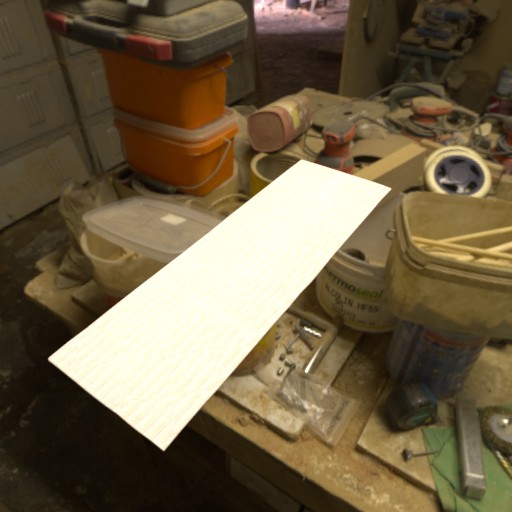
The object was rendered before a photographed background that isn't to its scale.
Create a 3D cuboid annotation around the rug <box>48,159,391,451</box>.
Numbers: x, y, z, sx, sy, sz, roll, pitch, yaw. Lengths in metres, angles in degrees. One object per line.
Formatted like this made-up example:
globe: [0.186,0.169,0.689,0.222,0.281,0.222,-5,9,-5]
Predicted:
rug: [0.000,0.000,2.748,0.793,0.014,2.450,25,47,26]
